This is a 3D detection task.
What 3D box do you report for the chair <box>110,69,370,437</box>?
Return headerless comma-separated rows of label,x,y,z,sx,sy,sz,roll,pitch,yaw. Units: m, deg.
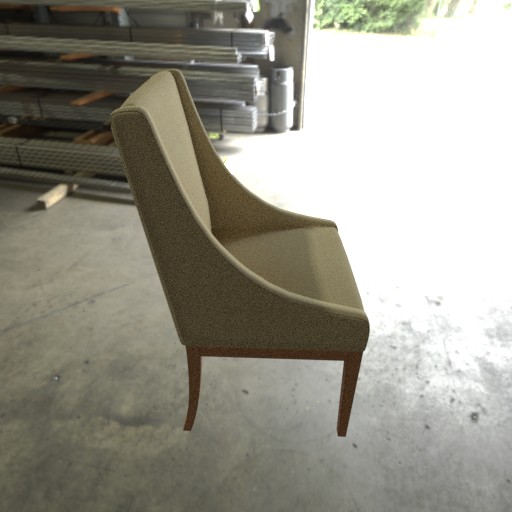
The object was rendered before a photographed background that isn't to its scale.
chair,0.000,0.000,1.386,0.611,1.021,0.575,0,31,0
